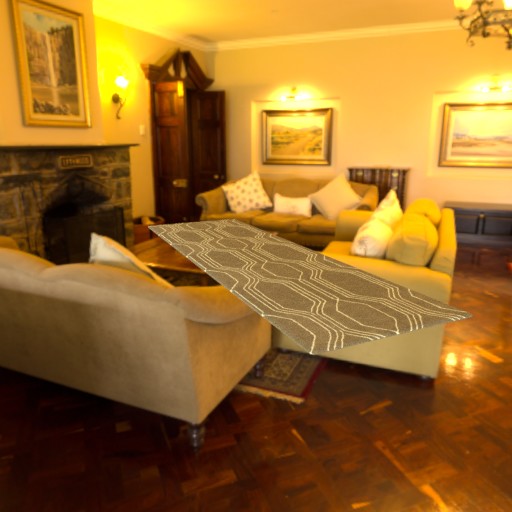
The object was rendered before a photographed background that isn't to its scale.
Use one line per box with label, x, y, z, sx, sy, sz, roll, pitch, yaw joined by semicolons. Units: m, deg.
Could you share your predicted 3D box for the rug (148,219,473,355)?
rug;0.000;0.000;2.708;0.773;0.012;2.464;-7;16;-25
